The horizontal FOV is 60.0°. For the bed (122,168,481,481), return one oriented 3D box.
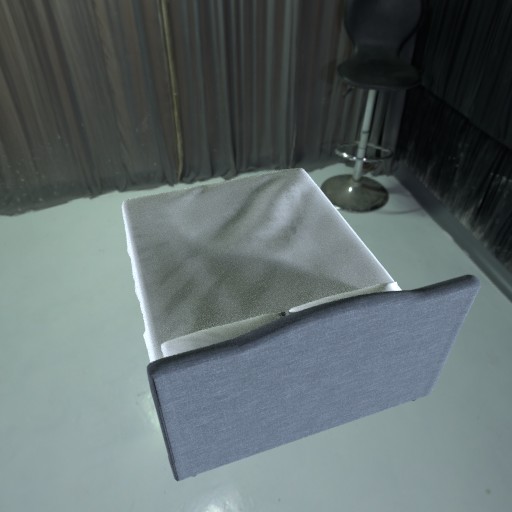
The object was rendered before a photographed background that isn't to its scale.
[{"bbox_3d":[0.000,0.000,3.831,2.161,1.457,2.689,-13,44,-14],"label":"bed"}]
